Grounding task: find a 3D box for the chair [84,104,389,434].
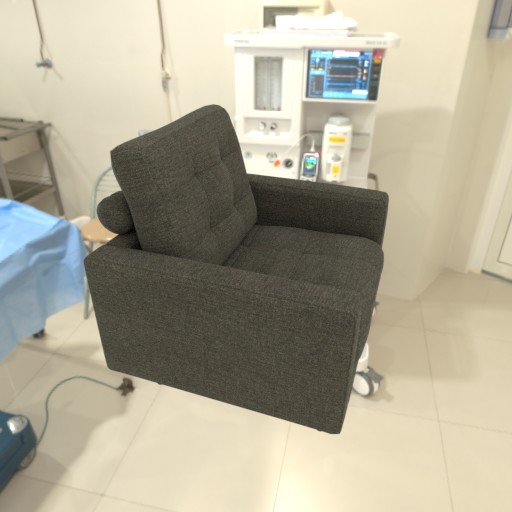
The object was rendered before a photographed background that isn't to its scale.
[{"bbox_3d":[0.000,0.000,1.541,0.843,0.880,0.821,10,32,17],"label":"chair"}]
